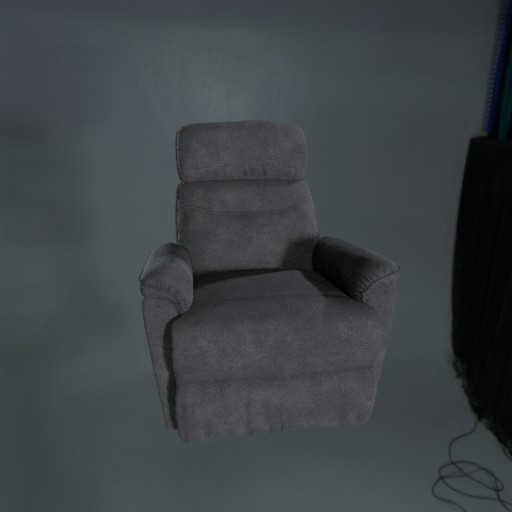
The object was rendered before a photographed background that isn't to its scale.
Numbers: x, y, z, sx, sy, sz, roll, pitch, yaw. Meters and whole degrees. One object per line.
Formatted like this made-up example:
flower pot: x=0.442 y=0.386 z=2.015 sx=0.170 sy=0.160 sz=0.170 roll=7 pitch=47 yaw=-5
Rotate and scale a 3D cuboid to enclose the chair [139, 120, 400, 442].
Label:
chair: x=0.000 y=0.000 z=1.753 sx=0.830 sy=1.035 sz=1.009 roll=-3 pitch=17 yaw=-9
